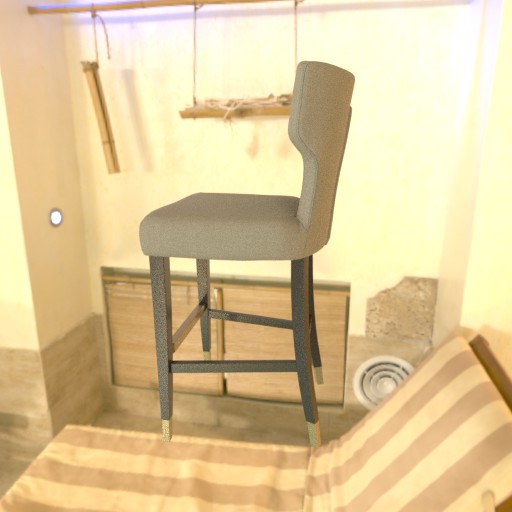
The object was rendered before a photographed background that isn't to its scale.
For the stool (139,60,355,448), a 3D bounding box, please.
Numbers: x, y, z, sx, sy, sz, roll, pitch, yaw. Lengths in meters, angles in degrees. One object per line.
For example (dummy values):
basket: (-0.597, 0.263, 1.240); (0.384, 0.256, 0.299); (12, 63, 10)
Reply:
stool: (0.000, 0.000, 1.425); (0.563, 1.092, 0.526); (3, 16, 9)
